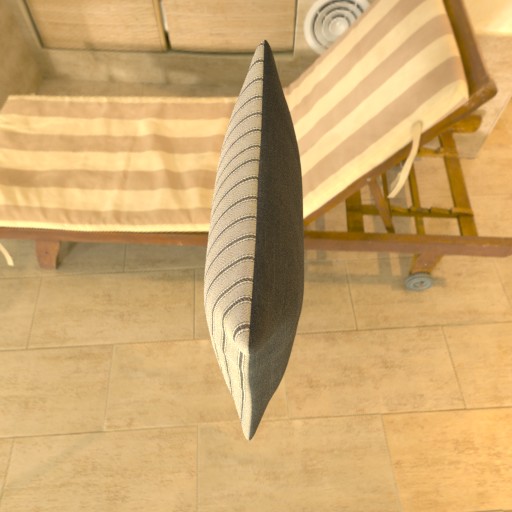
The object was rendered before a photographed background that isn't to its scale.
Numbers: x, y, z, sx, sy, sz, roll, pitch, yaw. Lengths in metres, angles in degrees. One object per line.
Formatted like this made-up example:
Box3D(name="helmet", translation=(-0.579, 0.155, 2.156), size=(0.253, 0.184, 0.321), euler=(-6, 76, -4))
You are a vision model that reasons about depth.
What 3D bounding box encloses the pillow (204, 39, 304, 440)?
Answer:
Box3D(name="pillow", translation=(0.000, 0.000, 0.692), size=(0.138, 0.444, 0.468), euler=(2, 58, 1))
